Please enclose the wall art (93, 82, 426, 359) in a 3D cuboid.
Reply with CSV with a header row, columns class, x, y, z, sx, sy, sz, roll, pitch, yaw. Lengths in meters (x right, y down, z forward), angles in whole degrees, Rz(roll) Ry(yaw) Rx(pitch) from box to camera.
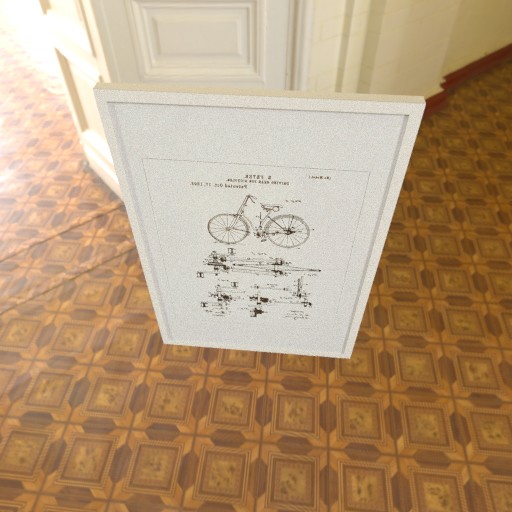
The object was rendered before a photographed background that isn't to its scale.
class,x,y,z,sx,sy,sz,roll,pitch,yaw
wall art,0.000,0.000,0.617,0.332,0.477,0.015,4,47,4
